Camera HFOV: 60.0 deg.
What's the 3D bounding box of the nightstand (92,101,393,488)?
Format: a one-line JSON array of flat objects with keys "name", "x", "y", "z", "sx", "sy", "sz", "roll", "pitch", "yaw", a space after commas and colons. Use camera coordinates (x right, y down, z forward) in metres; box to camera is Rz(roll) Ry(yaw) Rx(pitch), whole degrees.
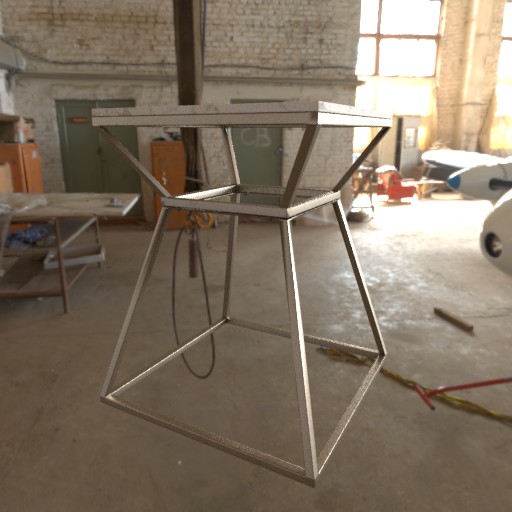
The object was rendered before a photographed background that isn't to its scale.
[{"name": "nightstand", "x": 0.000, "y": 0.000, "z": 0.889, "sx": 0.455, "sy": 0.554, "sz": 0.455, "roll": 9, "pitch": 18, "yaw": 28}]
